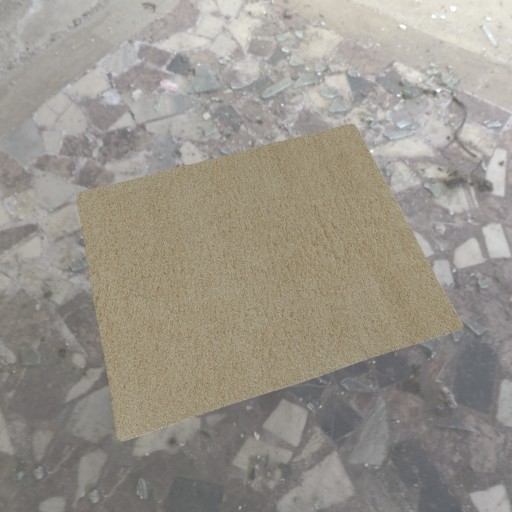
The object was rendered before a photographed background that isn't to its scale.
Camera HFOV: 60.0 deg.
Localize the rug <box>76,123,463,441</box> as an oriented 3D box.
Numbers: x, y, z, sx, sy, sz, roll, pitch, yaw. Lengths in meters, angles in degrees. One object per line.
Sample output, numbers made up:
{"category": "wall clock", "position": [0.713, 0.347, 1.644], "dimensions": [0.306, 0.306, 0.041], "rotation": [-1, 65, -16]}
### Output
{"category": "rug", "position": [0.000, 0.000, 4.107], "dimensions": [3.001, 0.025, 2.401], "rotation": [-16, 65, -8]}
